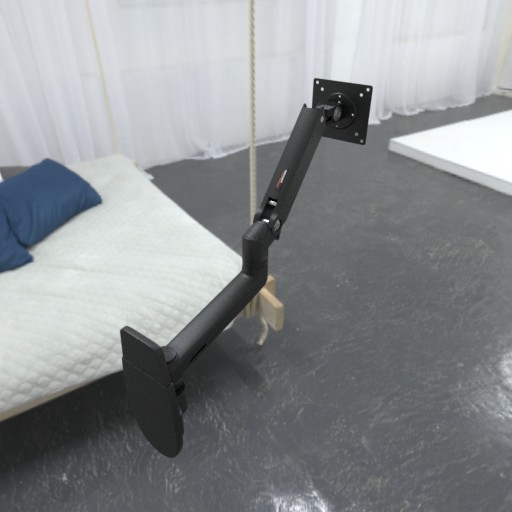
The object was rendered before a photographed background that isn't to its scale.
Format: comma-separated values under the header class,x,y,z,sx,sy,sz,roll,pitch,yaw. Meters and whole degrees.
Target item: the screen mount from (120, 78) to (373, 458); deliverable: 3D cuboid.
class,x,y,z,sx,sy,sz,roll,pitch,yaw
screen mount,0.000,0.000,0.726,0.115,0.466,0.495,22,38,31
